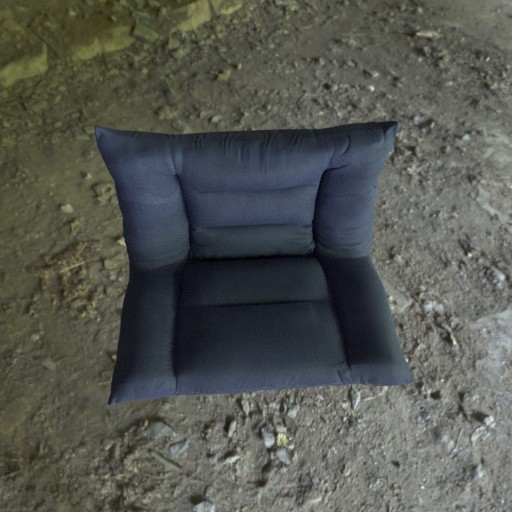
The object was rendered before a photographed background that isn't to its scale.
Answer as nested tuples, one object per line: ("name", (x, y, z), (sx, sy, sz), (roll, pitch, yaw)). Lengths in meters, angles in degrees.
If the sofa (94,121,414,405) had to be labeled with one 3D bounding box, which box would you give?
("sofa", (0.000, 0.000, 1.677), (1.122, 0.778, 0.849), (-3, 48, -3))
